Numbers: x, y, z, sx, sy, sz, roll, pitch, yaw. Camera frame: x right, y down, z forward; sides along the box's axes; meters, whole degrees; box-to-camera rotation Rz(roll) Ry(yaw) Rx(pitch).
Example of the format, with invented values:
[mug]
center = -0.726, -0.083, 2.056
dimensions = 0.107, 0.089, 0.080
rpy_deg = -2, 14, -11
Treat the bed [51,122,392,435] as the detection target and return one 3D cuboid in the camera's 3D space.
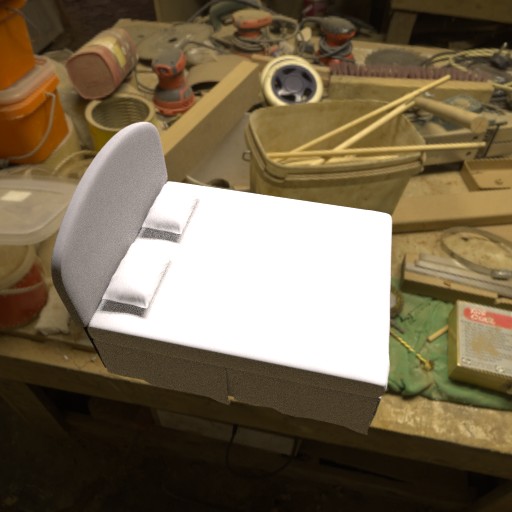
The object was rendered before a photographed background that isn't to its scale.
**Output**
[bed]
center = 0.000, 0.000, 3.095
dimensions = 2.005, 1.410, 1.607
rpy_deg = 9, 50, 8
